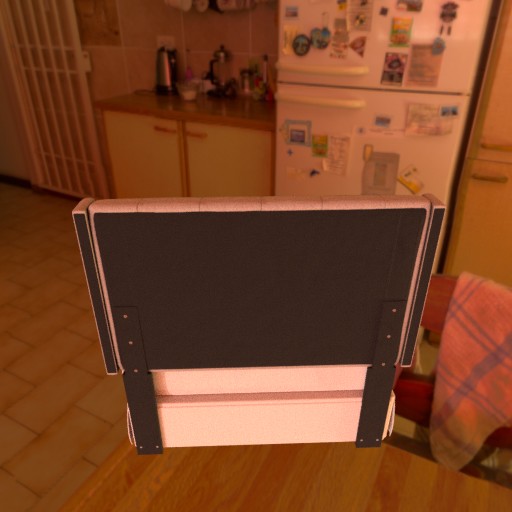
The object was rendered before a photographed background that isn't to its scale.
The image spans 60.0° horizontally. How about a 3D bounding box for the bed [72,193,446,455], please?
[{"bbox_3d":[0.000,0.000,3.290,1.719,1.665,2.066,-1,29,-2],"label":"bed"}]
